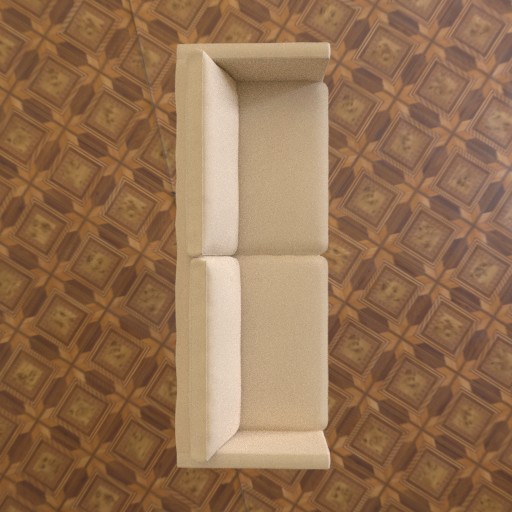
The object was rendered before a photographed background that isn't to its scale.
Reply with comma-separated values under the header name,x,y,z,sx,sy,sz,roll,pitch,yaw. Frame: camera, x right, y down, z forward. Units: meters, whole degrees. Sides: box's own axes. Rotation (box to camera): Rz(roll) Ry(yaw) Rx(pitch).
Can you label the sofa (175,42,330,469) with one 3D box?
name,x,y,z,sx,sy,sz,roll,pitch,yaw
sofa,0.000,0.000,3.187,1.036,0.999,2.779,0,90,1
